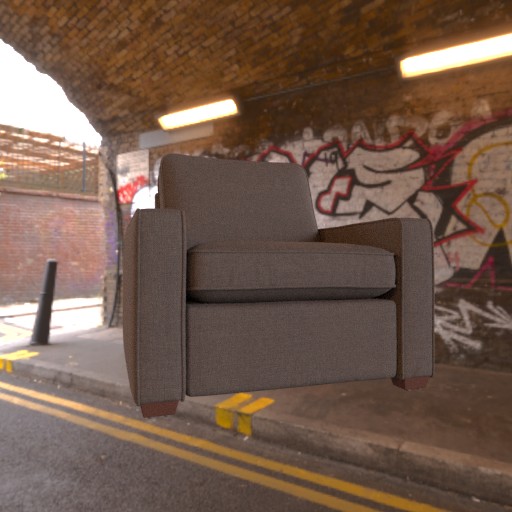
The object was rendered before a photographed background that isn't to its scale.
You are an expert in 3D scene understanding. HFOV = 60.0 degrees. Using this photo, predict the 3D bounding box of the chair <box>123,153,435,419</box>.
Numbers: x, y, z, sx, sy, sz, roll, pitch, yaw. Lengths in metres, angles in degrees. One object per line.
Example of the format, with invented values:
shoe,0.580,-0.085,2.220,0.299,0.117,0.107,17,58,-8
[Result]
chair,0.000,0.000,1.787,1.017,0.919,0.940,0,-1,-18
